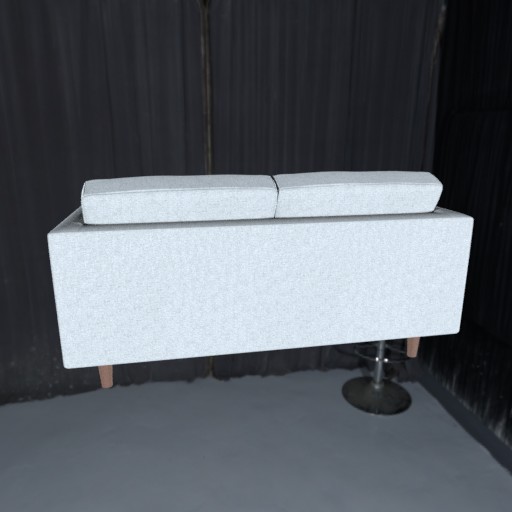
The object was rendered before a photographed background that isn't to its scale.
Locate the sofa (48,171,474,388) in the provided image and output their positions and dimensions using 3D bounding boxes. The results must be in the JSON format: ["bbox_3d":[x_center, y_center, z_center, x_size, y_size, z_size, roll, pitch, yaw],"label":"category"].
[{"bbox_3d":[0.000,0.000,2.295,1.731,0.900,1.000,-3,16,-10],"label":"sofa"}]
